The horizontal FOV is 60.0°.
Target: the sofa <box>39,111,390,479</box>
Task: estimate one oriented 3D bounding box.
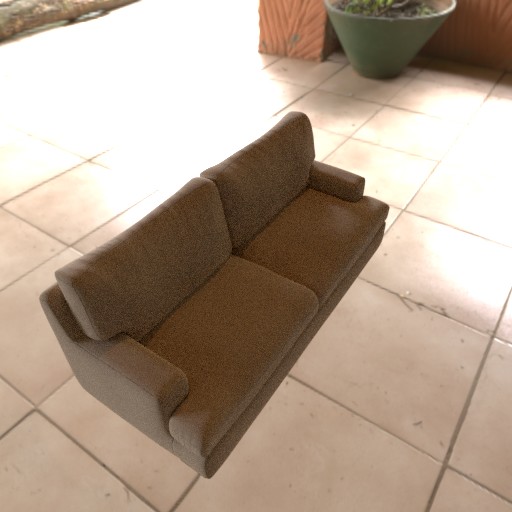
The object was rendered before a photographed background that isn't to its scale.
[{"bbox_3d":[0.000,0.000,2.626,0.929,0.925,2.147,24,47,25],"label":"sofa"}]
